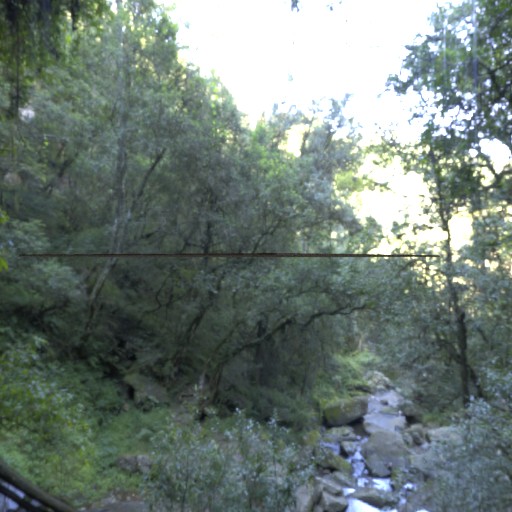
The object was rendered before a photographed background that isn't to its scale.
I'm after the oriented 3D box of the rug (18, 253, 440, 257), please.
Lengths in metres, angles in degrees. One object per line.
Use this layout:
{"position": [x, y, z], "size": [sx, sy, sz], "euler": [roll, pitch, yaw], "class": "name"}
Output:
{"position": [0.000, 0.000, 4.036], "size": [2.466, 0.021, 3.049], "euler": [0, 0, 36], "class": "rug"}
